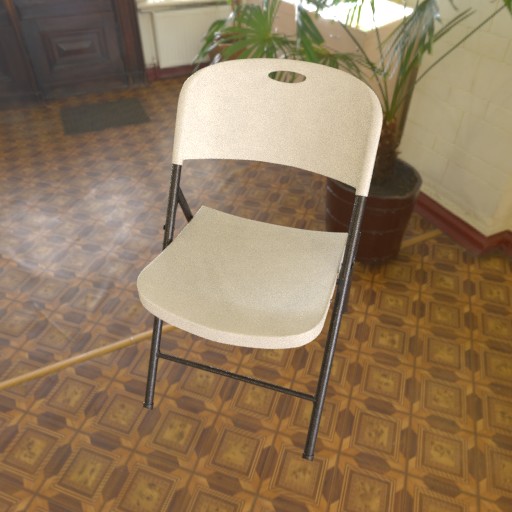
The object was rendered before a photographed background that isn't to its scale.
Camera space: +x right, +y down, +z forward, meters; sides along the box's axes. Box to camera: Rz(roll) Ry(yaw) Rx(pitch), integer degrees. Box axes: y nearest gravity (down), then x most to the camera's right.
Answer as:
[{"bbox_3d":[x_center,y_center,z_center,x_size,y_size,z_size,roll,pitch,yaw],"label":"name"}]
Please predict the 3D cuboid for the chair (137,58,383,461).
[{"bbox_3d":[0.000,0.000,1.137,0.494,0.810,0.566,12,42,14],"label":"chair"}]
